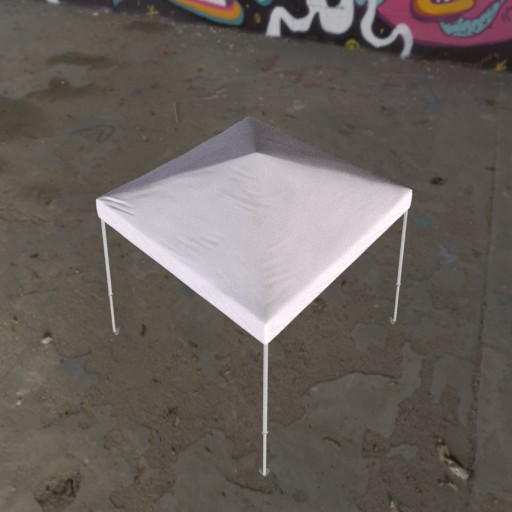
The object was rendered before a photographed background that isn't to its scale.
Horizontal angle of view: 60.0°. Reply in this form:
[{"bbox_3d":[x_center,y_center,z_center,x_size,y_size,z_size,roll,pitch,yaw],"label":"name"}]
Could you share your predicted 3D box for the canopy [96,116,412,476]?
[{"bbox_3d":[0.000,0.000,5.277,2.850,2.850,2.849,33,54,28],"label":"canopy"}]
